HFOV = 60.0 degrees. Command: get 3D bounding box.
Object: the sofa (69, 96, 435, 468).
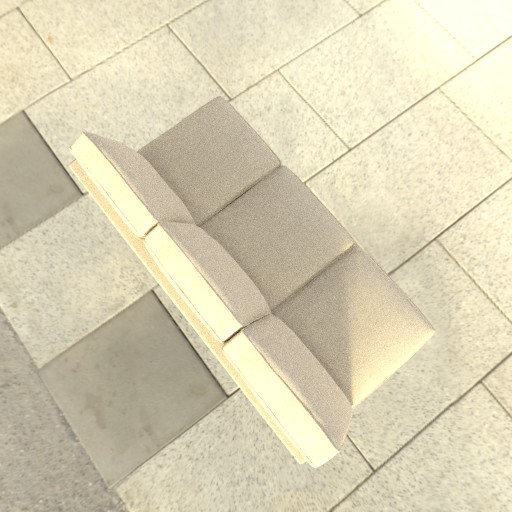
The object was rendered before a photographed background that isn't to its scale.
[{"bbox_3d":[0.000,0.000,2.537,1.027,0.973,1.962,-38,78,-10],"label":"sofa"}]
